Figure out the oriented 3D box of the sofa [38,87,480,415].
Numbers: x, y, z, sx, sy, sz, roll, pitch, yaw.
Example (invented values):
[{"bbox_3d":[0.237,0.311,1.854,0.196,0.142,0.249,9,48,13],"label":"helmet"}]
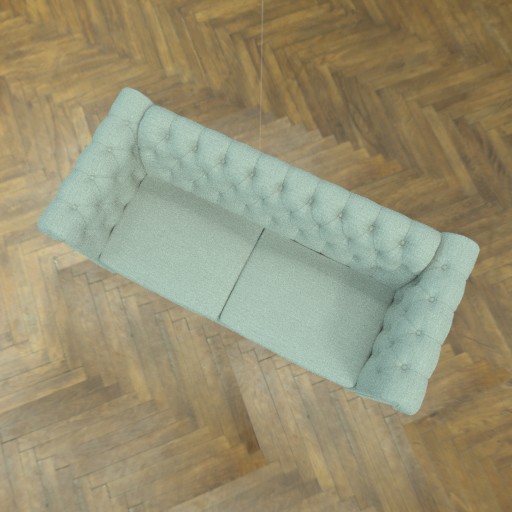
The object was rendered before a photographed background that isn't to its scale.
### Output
[{"bbox_3d":[0.000,0.000,2.242,1.798,0.797,0.783,25,77,6],"label":"sofa"}]
